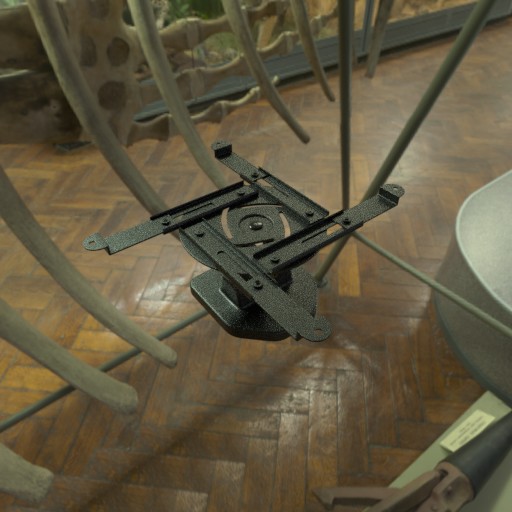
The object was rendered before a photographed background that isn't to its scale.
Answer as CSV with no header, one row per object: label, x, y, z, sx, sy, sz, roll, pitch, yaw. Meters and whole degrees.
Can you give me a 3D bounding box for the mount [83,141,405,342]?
mount,0.000,0.000,0.605,0.394,0.141,0.394,-27,47,-27
